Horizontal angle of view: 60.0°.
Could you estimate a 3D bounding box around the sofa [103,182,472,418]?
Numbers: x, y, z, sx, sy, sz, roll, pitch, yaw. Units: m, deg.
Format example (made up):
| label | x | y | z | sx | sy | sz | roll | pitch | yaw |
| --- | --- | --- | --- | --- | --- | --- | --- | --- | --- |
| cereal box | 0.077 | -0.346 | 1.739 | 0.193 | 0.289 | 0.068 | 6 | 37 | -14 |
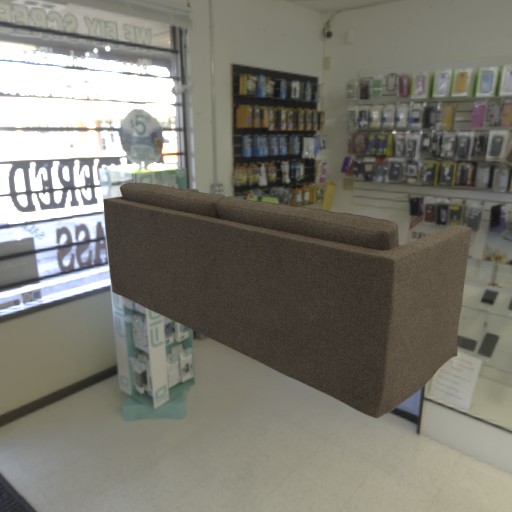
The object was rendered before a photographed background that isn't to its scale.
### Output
| label | x | y | z | sx | sy | sz | roll | pitch | yaw |
| --- | --- | --- | --- | --- | --- | --- | --- | --- | --- |
| sofa | 0.000 | 0.000 | 3.369 | 2.779 | 0.998 | 1.036 | 15 | 21 | 42 |
